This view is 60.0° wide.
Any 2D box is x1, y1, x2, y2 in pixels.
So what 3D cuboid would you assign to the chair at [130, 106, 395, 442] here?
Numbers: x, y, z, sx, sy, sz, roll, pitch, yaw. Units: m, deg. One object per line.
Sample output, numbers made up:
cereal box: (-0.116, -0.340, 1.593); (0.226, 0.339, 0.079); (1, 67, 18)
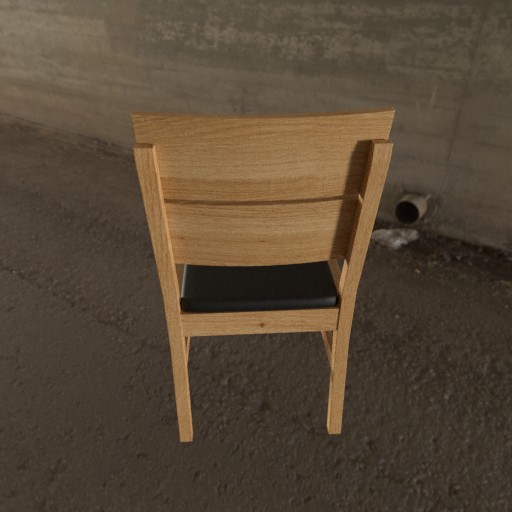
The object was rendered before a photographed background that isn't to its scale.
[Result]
chair: (0.000, 0.000, 1.267); (0.475, 0.950, 0.569); (-2, 33, -3)
